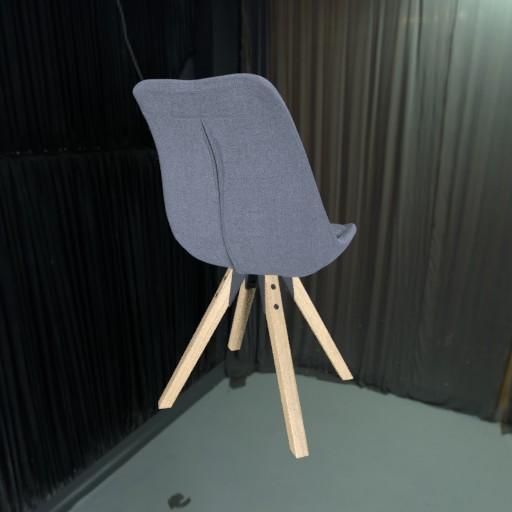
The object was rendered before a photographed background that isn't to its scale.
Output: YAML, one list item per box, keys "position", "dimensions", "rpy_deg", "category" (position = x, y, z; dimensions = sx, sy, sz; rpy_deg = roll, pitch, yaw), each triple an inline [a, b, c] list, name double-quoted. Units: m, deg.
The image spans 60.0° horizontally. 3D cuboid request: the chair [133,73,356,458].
- position: [0.000, 0.000, 1.188]
  dimensions: [0.485, 0.850, 0.550]
  rpy_deg: [8, 18, 27]
  category: "chair"
